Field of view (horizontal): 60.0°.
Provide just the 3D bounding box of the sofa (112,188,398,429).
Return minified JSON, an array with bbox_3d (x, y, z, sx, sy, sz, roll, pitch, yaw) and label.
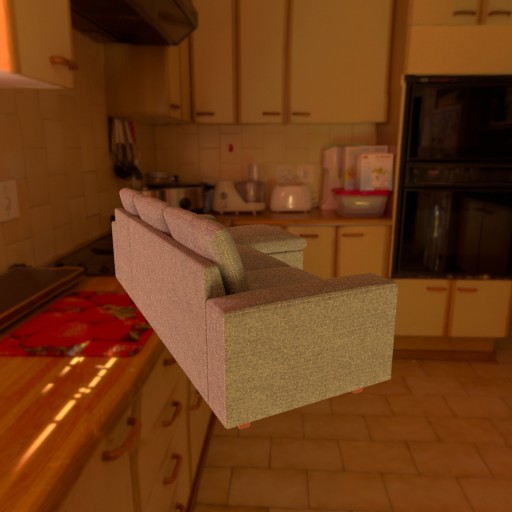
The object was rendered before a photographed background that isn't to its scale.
[{"bbox_3d":[0.000,0.000,3.432,1.689,0.940,2.718,-7,15,-26],"label":"sofa"}]
